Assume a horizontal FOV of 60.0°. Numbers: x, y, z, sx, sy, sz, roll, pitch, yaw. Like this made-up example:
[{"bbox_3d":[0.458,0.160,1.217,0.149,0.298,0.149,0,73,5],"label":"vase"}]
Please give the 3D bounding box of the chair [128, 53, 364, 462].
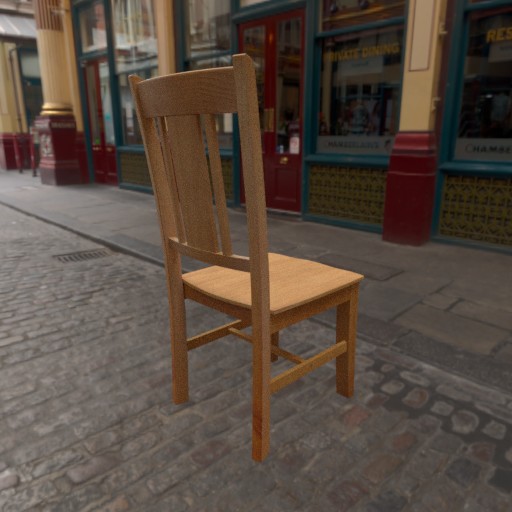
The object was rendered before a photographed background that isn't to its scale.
[{"bbox_3d":[0.000,0.000,1.320,0.556,0.998,0.450,-14,20,-43],"label":"chair"}]
